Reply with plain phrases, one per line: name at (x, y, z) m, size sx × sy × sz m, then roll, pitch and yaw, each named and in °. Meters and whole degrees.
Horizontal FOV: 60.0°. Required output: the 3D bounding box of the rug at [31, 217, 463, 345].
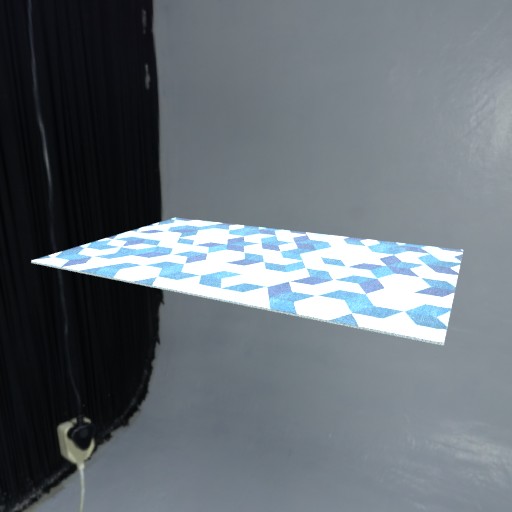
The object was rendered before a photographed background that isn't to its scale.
rug at (0.000, 0.000, 2.936) m, size 2.438 × 0.015 × 1.518 m, roll 8°, pitch 18°, yaw 26°
